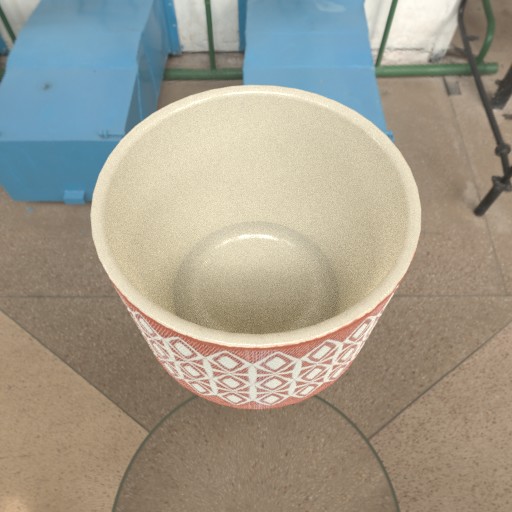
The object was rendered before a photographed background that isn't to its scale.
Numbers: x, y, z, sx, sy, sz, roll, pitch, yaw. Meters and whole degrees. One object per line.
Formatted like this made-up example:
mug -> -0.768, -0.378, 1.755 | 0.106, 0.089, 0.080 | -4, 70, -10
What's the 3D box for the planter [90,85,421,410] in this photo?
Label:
planter -> 0.000, 0.000, 0.323 | 0.192, 0.148, 0.192 | 0, 59, 0
